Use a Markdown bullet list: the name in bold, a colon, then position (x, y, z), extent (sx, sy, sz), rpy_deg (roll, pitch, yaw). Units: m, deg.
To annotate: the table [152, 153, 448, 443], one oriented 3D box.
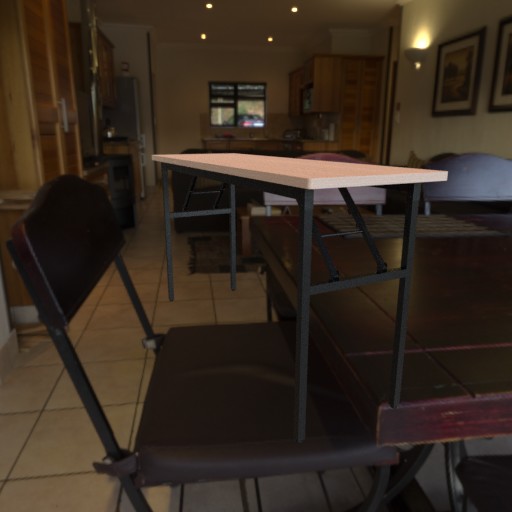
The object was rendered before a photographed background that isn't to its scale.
- **table**: position (0.000, 0.000, 1.782), extent (0.447, 0.750, 1.397), rpy_deg (-8, 17, -26)
